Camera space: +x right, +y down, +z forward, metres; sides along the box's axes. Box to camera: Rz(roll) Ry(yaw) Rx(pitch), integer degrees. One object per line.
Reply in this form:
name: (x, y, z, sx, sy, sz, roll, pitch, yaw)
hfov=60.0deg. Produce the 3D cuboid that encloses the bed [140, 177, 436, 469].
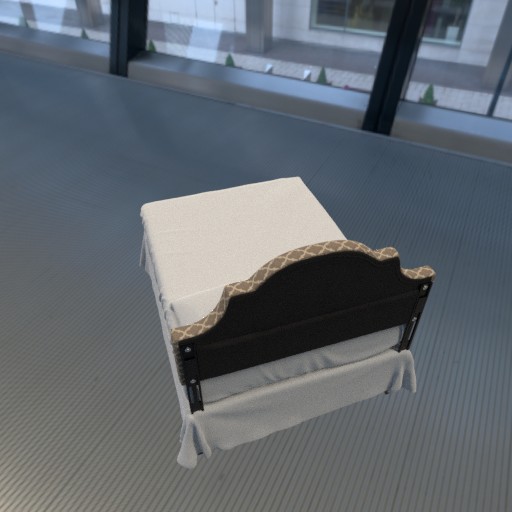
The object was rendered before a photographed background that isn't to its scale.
bed: (0.000, 0.000, 3.411, 1.780, 1.633, 2.222, -12, 42, -14)
